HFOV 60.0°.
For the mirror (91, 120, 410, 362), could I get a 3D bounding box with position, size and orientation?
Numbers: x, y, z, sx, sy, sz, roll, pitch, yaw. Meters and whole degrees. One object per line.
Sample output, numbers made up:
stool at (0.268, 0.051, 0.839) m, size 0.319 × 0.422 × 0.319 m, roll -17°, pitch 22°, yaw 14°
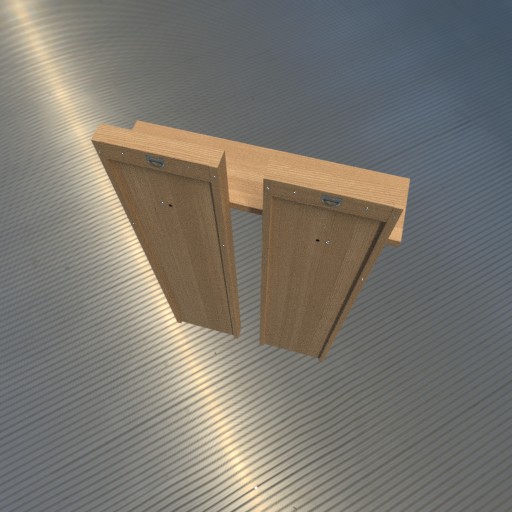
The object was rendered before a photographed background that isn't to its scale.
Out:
mirror at (0.000, 0.000, 1.571) m, size 0.800 × 1.250 × 0.260 m, roll 14°, pitch 63°, yaw 7°
